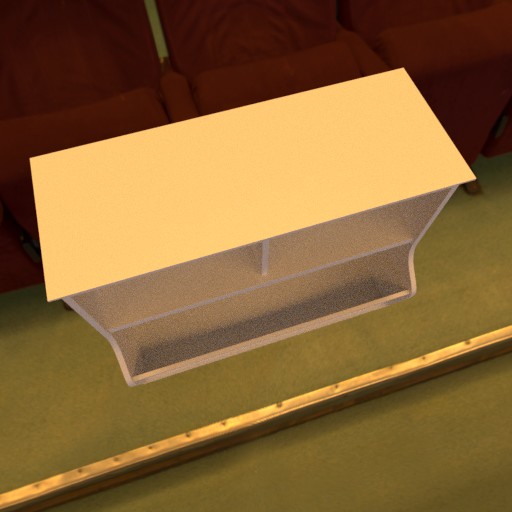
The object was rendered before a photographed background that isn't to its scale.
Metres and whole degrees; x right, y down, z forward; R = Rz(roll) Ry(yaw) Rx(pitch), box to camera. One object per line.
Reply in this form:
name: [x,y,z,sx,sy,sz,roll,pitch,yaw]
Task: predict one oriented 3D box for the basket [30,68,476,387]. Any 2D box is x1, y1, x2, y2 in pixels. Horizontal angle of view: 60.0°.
basket: [0.000,0.000,1.108,0.792,0.625,0.376,-16,65,-8]
